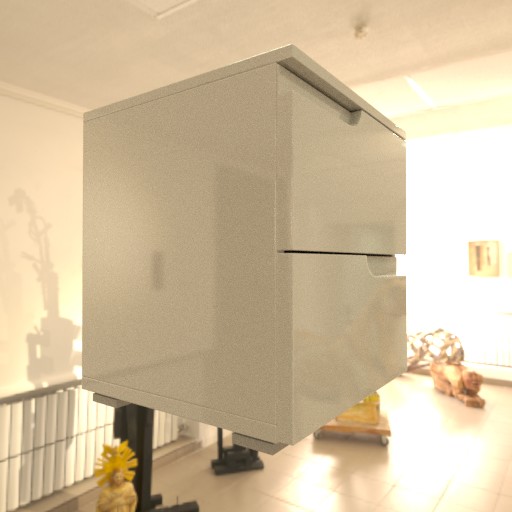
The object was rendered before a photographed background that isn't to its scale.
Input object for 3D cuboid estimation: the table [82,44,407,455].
[{"bbox_3d":[0.000,0.000,0.781,0.400,0.470,0.420,-1,-1,35],"label":"table"}]
